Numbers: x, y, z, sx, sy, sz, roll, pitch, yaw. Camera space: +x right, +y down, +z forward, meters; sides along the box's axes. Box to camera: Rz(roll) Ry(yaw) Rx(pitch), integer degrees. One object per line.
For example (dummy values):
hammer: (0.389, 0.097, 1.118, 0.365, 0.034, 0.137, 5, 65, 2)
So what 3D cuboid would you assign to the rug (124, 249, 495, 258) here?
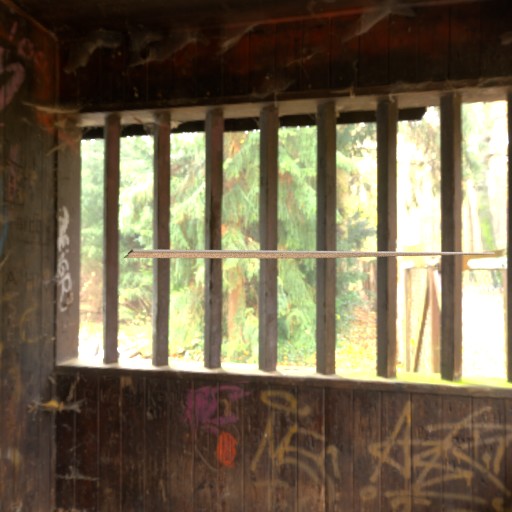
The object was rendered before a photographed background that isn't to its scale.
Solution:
rug: (0.000, 0.000, 4.238, 2.393, 0.013, 3.307, 0, -1, -17)
